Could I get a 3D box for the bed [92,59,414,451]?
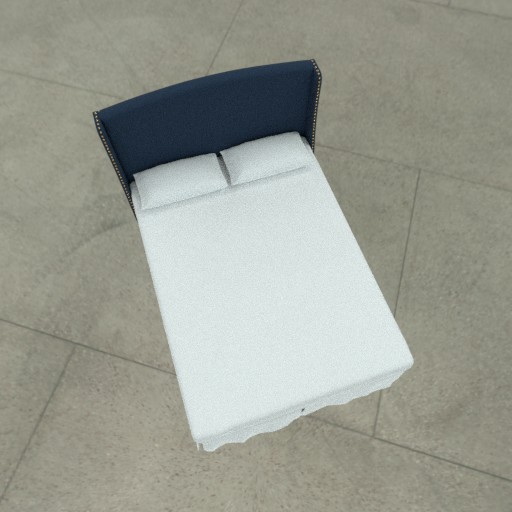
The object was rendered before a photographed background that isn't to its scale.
[{"bbox_3d":[0.000,0.000,3.179,1.604,1.402,2.223,-17,65,-8],"label":"bed"}]
